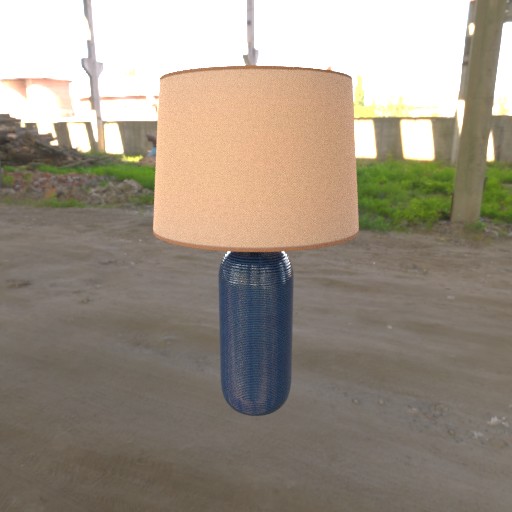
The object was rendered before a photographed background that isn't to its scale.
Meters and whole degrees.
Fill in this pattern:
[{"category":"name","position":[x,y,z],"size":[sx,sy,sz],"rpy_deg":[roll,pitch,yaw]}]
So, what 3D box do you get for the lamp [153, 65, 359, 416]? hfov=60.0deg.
[{"category":"lamp","position":[0.000,0.000,0.823],"size":[0.367,0.609,0.367],"rpy_deg":[0,14,0]}]
